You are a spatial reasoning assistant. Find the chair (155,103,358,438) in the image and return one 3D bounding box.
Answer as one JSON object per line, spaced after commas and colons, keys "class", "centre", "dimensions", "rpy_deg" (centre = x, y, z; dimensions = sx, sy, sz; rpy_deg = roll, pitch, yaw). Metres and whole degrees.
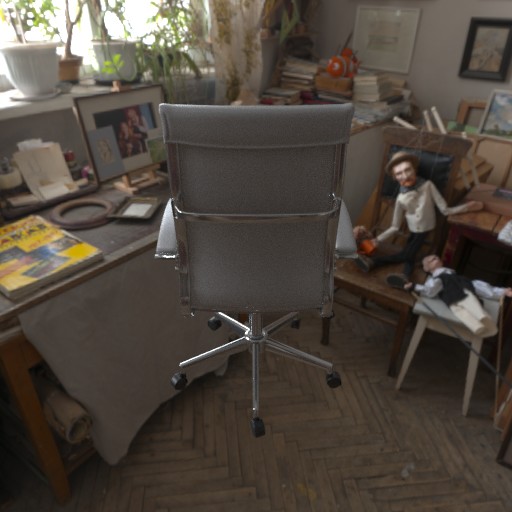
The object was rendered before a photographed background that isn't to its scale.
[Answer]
{"class": "chair", "centre": [0.000, 0.000, 1.546], "dimensions": [0.679, 1.149, 0.667], "rpy_deg": [0, 31, 0]}
